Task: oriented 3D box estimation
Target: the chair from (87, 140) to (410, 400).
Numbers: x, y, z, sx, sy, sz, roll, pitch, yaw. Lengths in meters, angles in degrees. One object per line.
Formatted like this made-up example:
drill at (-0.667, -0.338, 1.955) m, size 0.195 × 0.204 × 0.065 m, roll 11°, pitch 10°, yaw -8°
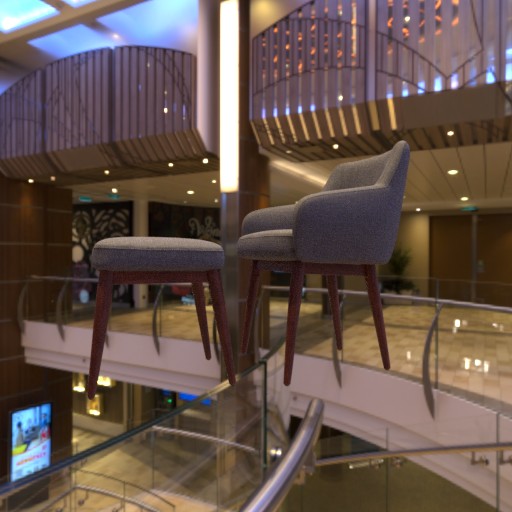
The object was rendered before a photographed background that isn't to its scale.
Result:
chair at (0.000, 0.000, 1.573) m, size 1.107 × 0.799 × 0.584 m, roll 0°, pitch 0°, yaw -18°
